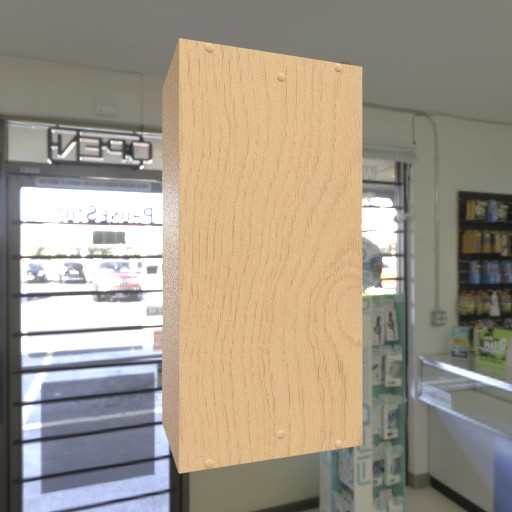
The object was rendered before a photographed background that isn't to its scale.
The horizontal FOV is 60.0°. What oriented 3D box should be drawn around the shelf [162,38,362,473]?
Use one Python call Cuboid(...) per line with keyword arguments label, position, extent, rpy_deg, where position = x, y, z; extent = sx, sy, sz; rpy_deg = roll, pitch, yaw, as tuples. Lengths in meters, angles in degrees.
Cuboid(label="shelf", position=(0.000, 0.000, 0.750), extent=(0.290, 0.600, 0.200), rpy_deg=(0, 0, -18))
